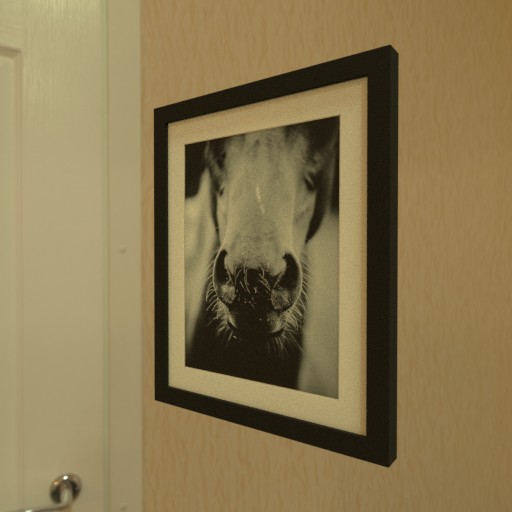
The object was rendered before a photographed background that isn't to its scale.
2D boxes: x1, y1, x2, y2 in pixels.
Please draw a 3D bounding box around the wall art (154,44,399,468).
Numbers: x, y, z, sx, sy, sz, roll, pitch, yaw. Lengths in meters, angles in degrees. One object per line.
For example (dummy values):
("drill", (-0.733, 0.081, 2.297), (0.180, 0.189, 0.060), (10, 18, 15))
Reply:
("wall art", (0.000, 0.000, 0.730), (0.457, 0.559, 0.033), (1, 1, 36))
